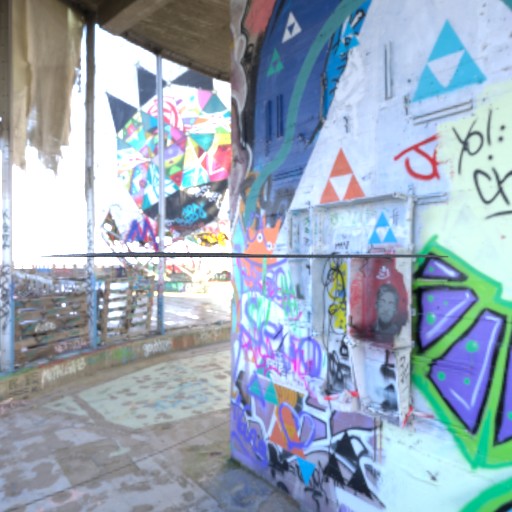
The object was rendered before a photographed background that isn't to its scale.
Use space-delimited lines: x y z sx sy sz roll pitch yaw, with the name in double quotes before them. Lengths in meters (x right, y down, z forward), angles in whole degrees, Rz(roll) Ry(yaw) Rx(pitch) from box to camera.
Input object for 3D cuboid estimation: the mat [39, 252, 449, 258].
"mat" 0.000 0.000 1.827 1.524 0.013 0.918 0 -1 -37
